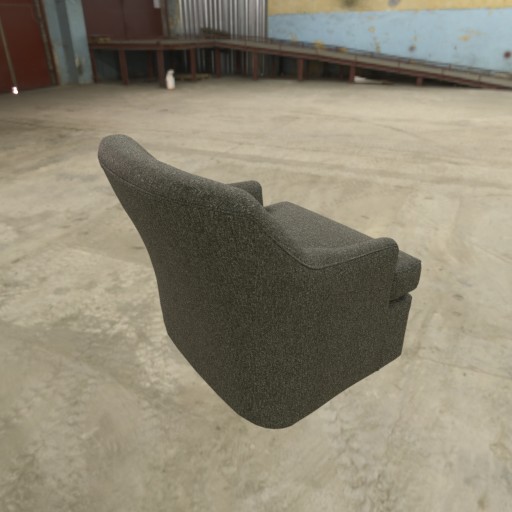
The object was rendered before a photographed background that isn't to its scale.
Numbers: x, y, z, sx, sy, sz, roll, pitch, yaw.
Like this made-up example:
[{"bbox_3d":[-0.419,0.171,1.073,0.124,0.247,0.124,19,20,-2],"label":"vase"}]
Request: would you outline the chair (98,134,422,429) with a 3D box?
[{"bbox_3d":[0.000,0.000,1.592,0.923,0.856,0.864,-18,32,-31],"label":"chair"}]
